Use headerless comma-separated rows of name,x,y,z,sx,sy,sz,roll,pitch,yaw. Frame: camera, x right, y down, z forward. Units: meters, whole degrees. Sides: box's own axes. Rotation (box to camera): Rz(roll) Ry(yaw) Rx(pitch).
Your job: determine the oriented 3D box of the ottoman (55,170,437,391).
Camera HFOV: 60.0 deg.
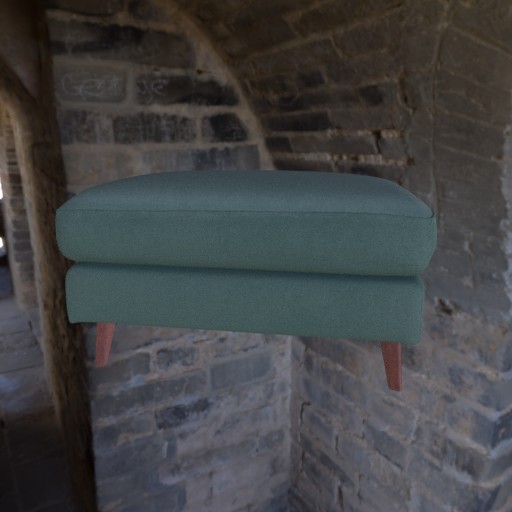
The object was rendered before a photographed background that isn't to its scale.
ottoman,0.000,0.000,1.192,0.811,0.449,0.608,2,14,9
